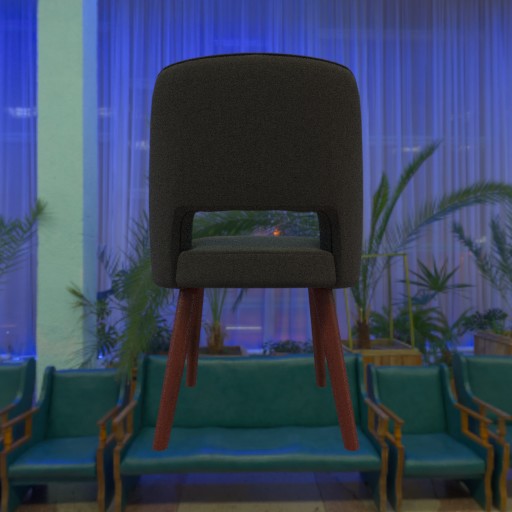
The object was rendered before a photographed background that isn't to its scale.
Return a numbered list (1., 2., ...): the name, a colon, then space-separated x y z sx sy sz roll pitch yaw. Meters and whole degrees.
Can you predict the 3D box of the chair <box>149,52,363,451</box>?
1. chair: 0.000 0.000 1.183 0.559 0.838 0.560 0 -1 0
